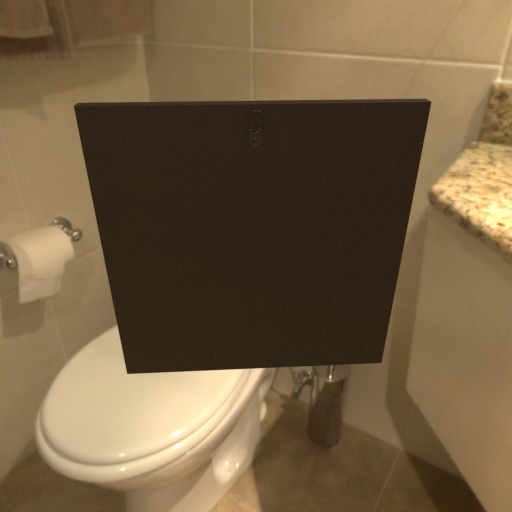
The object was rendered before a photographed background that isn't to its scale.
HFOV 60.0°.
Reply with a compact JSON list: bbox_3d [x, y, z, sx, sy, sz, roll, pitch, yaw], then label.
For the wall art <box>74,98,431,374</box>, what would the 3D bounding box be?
[{"bbox_3d":[0.000,0.000,1.208,0.805,0.807,0.043,-2,30,-3],"label":"wall art"}]
